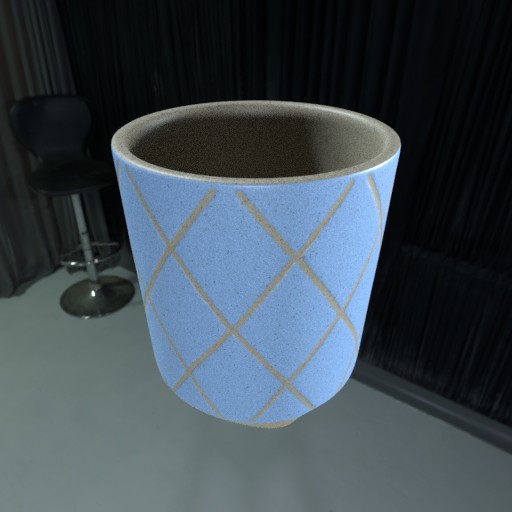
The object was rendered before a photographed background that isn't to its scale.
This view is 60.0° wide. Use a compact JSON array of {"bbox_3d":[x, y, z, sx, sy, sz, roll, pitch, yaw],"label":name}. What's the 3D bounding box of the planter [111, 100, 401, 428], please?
[{"bbox_3d":[0.000,0.000,0.353,0.191,0.200,0.191,0,31,0],"label":"planter"}]
